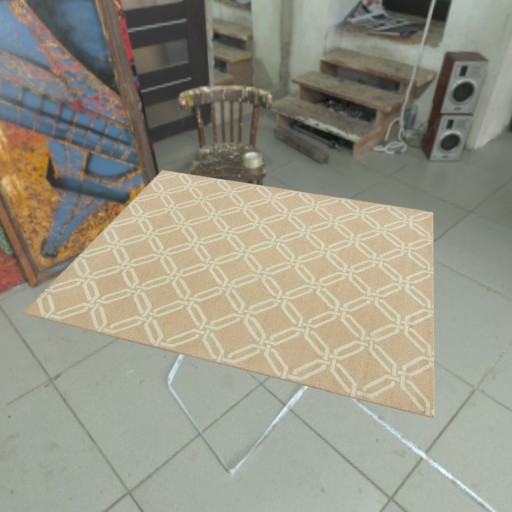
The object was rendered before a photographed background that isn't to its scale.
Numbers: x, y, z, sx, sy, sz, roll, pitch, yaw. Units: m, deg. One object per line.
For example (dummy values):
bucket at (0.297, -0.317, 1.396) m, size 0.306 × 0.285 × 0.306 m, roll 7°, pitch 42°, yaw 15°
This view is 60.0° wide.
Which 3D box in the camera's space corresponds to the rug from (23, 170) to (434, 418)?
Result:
rug at (0.000, 0.000, 3.785) m, size 2.895 × 0.018 × 2.288 m, roll 11°, pitch 40°, yaw 13°
